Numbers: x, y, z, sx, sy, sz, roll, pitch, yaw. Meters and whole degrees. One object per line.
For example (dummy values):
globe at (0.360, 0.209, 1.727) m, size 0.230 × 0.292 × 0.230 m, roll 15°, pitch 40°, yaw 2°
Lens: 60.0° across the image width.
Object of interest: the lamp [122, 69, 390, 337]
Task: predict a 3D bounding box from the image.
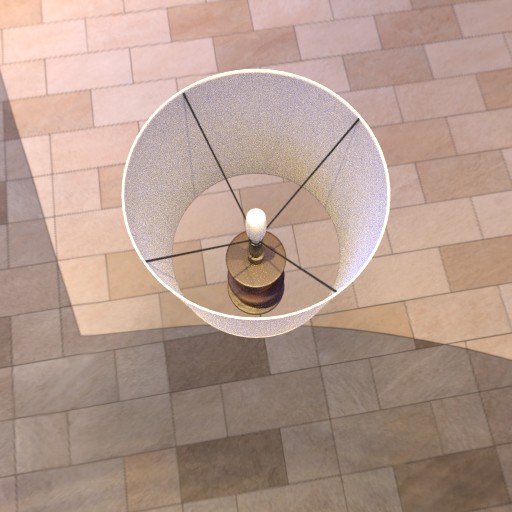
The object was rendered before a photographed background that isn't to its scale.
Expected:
lamp at (0.000, 0.000, 0.566) m, size 0.208 × 0.455 × 0.208 m, roll 34°, pitch 78°, yaw 8°
